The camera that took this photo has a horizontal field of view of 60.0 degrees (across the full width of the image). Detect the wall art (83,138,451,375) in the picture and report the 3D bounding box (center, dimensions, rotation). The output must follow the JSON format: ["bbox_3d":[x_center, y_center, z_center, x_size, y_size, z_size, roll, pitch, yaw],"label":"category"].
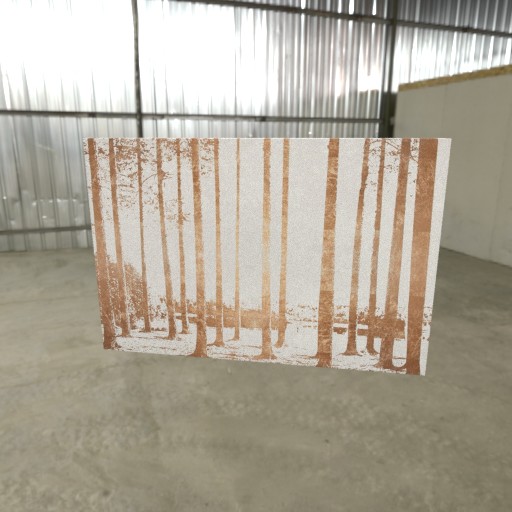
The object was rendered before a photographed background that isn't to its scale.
[{"bbox_3d":[0.000,0.000,1.185,0.914,0.609,0.035,2,15,9],"label":"wall art"}]
